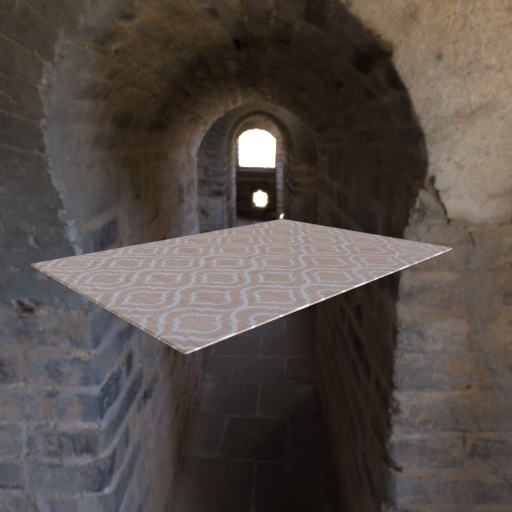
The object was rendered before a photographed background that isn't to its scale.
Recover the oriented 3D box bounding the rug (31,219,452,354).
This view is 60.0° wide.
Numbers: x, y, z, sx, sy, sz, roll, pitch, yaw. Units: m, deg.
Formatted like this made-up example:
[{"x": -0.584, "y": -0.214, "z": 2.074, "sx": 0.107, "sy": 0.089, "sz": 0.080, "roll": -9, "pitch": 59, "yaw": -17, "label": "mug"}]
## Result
[{"x": 0.000, "y": 0.000, "z": 2.733, "sx": 2.134, "sy": 0.010, "sz": 1.524, "roll": -14, "pitch": 20, "yaw": -42, "label": "rug"}]
